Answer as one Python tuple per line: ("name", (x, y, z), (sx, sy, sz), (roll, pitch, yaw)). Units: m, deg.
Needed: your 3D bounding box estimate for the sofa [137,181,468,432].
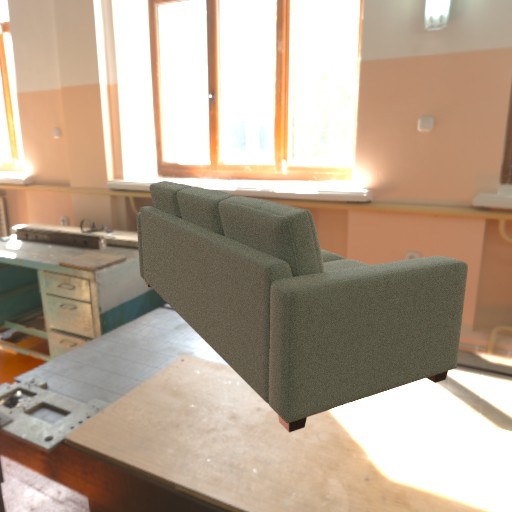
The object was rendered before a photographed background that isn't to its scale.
("sofa", (0.000, 0.000, 2.604), (0.900, 0.800, 2.160), (-7, 15, -27))
